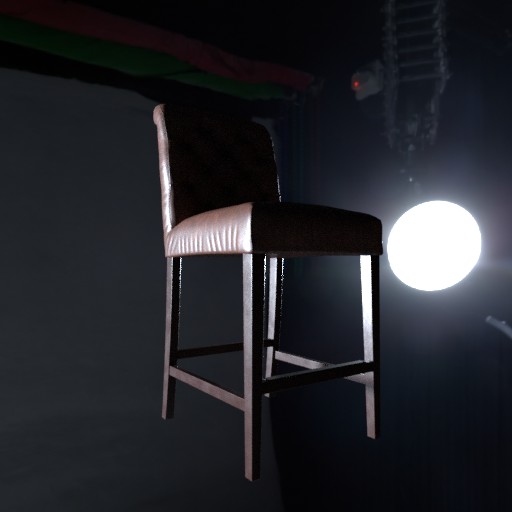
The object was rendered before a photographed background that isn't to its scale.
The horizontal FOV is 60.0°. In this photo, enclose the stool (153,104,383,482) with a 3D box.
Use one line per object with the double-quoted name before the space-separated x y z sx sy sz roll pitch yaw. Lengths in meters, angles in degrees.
"stool" 0.000 0.000 1.448 0.486 1.084 0.660 1 -1 -35
